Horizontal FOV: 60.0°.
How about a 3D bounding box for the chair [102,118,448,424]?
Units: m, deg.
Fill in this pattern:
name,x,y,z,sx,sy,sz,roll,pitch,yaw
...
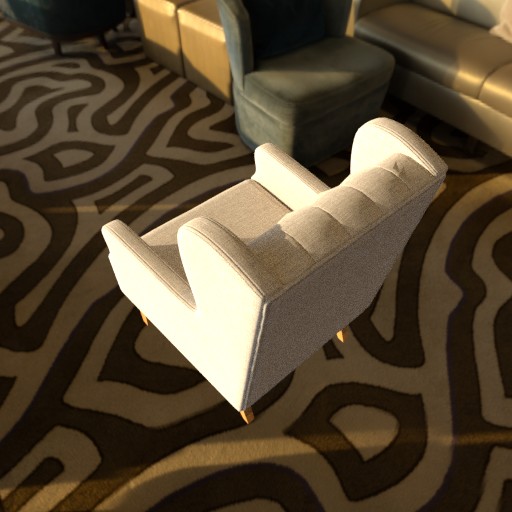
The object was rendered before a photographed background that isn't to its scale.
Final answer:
name,x,y,z,sx,sy,sz,roll,pitch,yaw
chair,0.000,0.000,1.463,0.710,0.930,0.760,-33,56,-26
